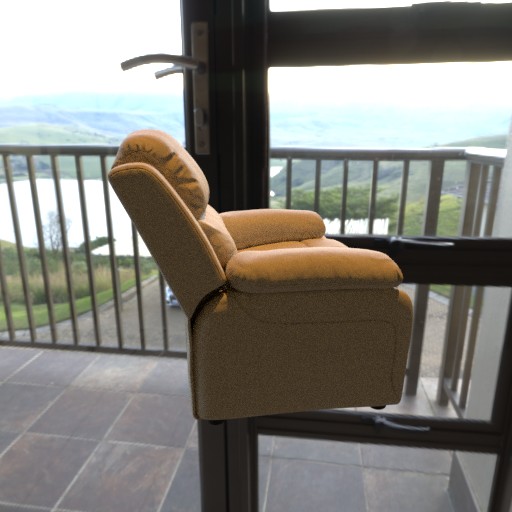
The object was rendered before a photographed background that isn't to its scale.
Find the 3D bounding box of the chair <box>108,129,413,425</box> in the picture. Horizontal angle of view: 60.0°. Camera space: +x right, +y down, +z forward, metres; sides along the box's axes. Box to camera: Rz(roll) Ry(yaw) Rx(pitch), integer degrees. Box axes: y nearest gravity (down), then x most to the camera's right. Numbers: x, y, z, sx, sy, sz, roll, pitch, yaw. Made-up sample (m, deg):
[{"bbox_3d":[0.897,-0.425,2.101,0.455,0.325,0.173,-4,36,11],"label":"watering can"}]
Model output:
[{"bbox_3d":[0.000,0.000,1.274,0.709,0.702,0.680,-3,16,-10],"label":"chair"}]
